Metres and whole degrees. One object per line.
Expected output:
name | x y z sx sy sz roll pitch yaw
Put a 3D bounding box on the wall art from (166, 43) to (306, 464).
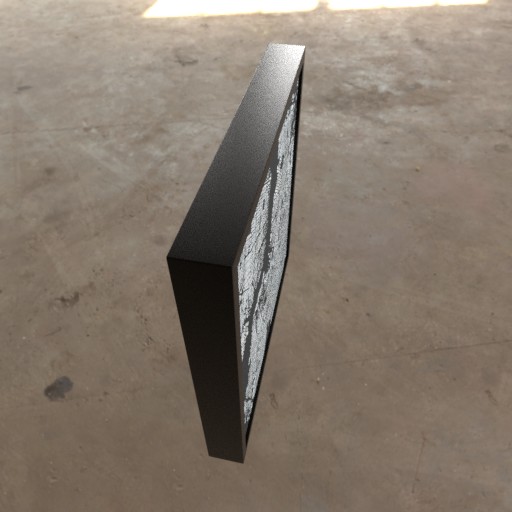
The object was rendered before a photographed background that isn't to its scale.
wall art | 0.000 0.000 0.446 0.037 0.299 0.299 9 47 8
